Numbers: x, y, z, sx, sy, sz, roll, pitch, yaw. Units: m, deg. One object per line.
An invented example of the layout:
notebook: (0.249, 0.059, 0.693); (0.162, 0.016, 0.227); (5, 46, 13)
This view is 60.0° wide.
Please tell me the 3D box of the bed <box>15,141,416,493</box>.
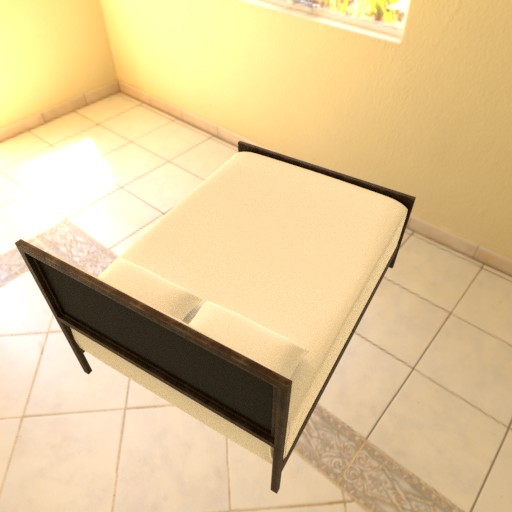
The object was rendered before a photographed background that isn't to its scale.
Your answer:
bed: (0.000, 0.000, 3.157); (1.607, 1.313, 2.221); (23, 50, 21)
